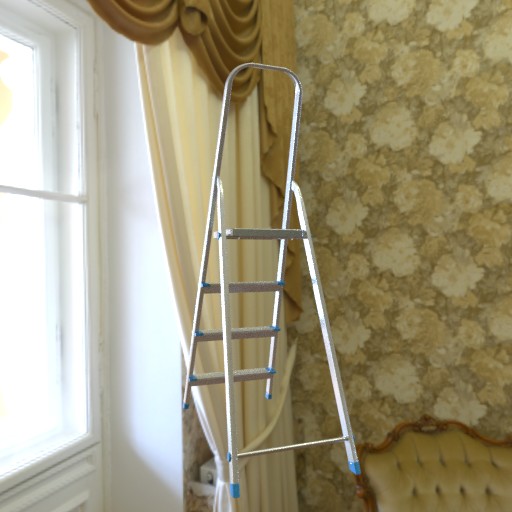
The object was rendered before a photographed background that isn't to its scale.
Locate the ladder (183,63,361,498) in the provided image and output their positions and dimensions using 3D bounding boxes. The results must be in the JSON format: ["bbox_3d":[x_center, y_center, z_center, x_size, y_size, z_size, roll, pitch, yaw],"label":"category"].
[{"bbox_3d":[0.000,0.000,1.781,0.445,1.434,0.842,0,0,-20],"label":"ladder"}]
